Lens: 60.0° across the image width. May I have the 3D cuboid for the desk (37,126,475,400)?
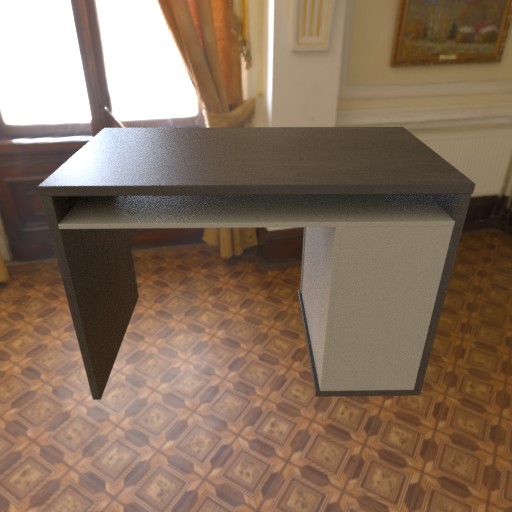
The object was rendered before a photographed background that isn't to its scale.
[{"bbox_3d":[0.000,0.000,1.556,1.100,0.750,0.600,0,30,-1],"label":"desk"}]
